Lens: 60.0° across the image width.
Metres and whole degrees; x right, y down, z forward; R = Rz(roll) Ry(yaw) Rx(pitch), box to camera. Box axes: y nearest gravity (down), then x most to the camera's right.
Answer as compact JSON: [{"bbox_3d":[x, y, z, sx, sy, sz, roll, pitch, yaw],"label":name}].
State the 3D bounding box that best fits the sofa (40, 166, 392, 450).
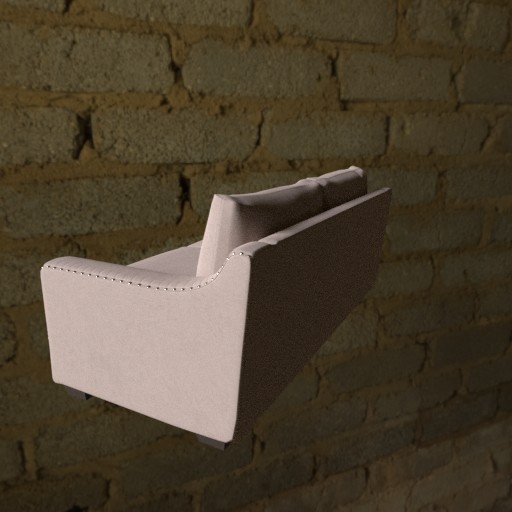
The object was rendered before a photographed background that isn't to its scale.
[{"bbox_3d":[0.000,0.000,2.442,1.030,0.901,1.967,8,17,27],"label":"sofa"}]
